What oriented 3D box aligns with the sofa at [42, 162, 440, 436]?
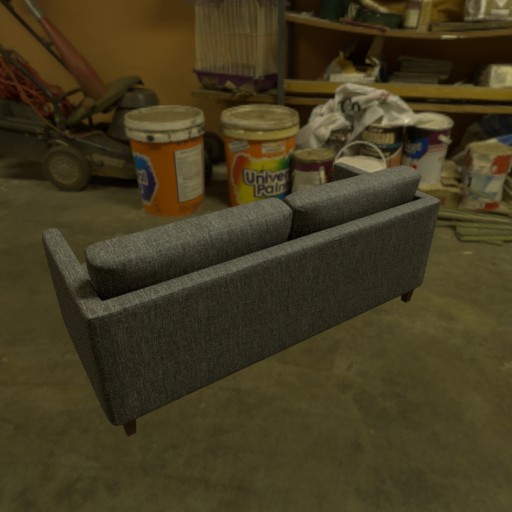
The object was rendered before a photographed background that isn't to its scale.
[{"bbox_3d":[0.000,0.000,2.712,2.208,0.960,0.948,-18,34,-29],"label":"sofa"}]
